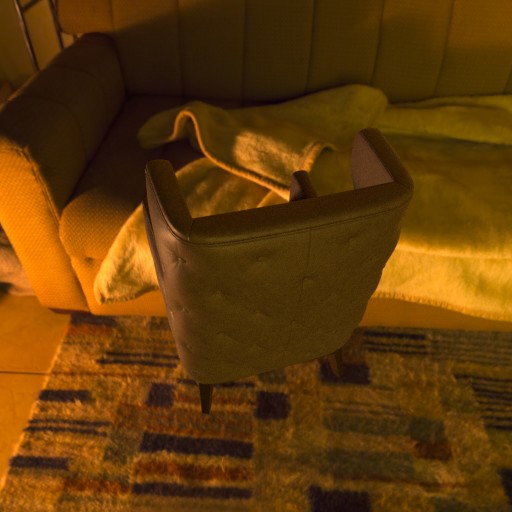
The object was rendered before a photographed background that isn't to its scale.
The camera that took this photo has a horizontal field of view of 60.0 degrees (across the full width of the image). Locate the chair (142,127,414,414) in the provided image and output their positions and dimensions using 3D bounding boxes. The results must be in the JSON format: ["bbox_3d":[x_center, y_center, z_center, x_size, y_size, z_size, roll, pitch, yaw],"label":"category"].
[{"bbox_3d":[0.000,0.000,1.687,0.769,1.079,0.899,-12,44,-12],"label":"chair"}]
